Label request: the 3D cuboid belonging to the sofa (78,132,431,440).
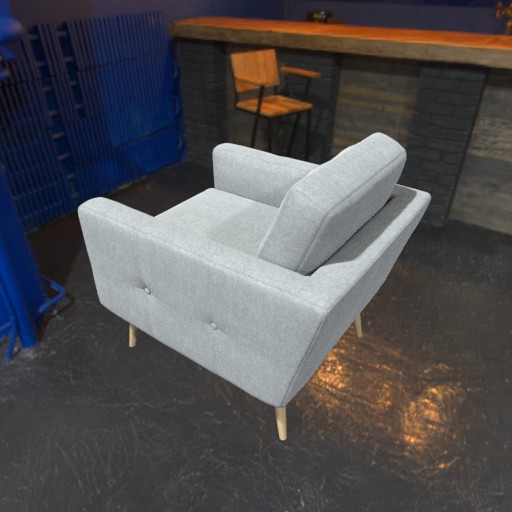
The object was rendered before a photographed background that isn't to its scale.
[{"bbox_3d":[0.000,0.000,1.551,0.920,0.860,0.770,21,38,29],"label":"sofa"}]
